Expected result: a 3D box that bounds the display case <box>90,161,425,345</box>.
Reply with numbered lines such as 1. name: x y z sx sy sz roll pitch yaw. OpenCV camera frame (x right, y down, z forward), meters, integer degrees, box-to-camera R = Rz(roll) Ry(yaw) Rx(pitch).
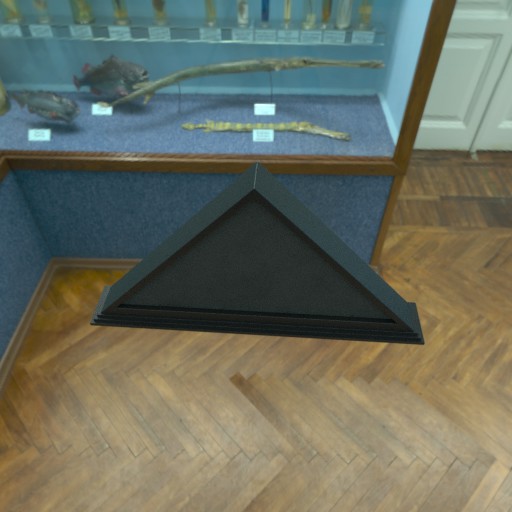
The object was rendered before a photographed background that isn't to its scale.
1. display case: 0.000 0.000 0.758 0.640 0.340 0.095 3 47 3
